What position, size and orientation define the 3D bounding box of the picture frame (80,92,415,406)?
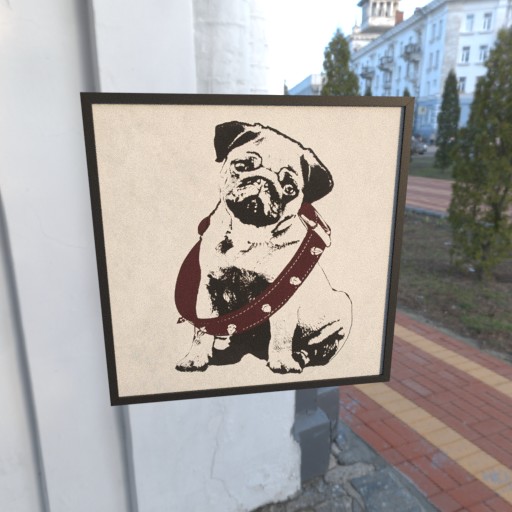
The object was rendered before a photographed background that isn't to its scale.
[{"bbox_3d":[0.000,0.000,1.131,0.775,0.775,0.032,-2,15,-9],"label":"picture frame"}]
